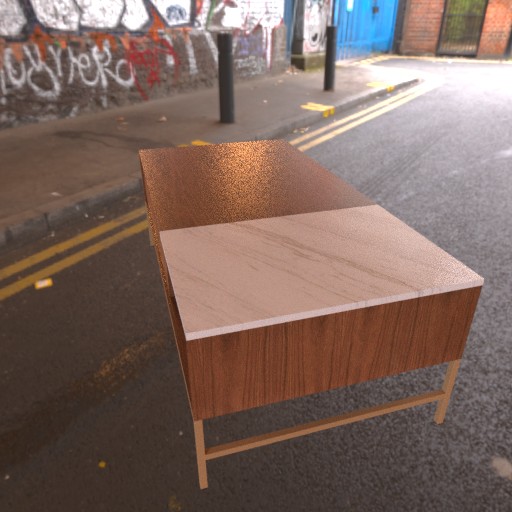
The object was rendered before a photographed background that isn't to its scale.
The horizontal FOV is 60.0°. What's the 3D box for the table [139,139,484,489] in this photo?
[{"bbox_3d":[0.000,0.000,1.852,0.789,0.551,1.553,-8,30,-15],"label":"table"}]
